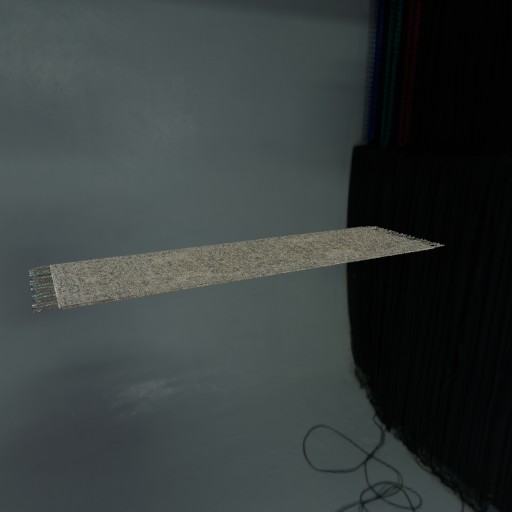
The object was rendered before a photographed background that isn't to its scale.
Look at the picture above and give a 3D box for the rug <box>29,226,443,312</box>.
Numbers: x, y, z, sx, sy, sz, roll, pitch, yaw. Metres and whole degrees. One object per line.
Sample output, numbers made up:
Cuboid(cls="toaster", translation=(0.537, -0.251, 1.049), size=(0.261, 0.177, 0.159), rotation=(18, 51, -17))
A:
Cuboid(cls="rug", translation=(0.000, 0.000, 2.911), size=(2.664, 0.011, 0.762), rotation=(-8, 18, -26))
